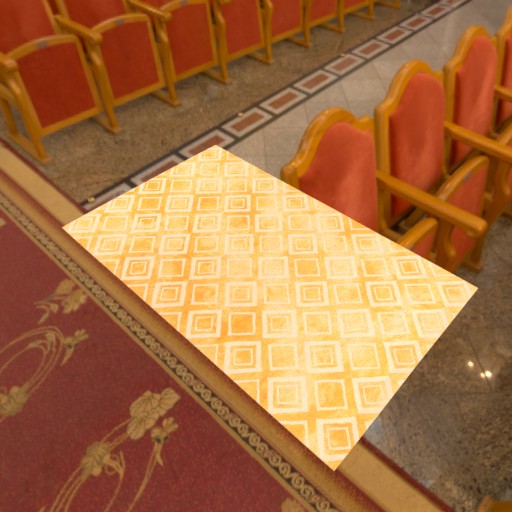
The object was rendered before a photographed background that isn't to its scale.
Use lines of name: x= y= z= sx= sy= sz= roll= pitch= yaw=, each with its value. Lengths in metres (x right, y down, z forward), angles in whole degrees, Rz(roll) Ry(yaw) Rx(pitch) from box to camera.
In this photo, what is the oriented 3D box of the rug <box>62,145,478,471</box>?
rug: x=0.000 y=0.000 z=2.993 sx=2.424 sy=0.010 sz=1.511 roll=34 pitch=55 yaw=29
